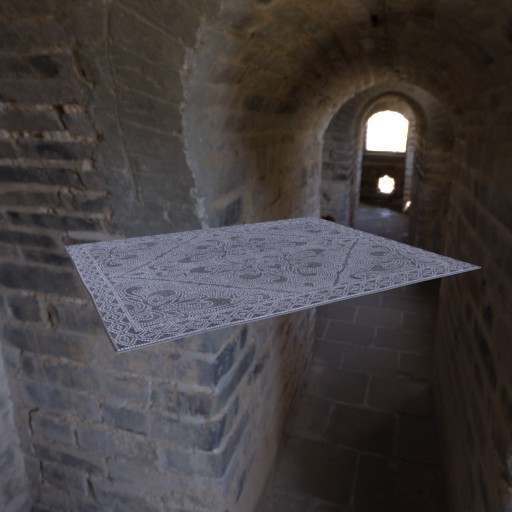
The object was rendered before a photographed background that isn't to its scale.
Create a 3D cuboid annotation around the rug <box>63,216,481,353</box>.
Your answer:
[{"bbox_3d":[0.000,0.000,4.069,3.048,0.012,2.438,-9,19,-27],"label":"rug"}]
